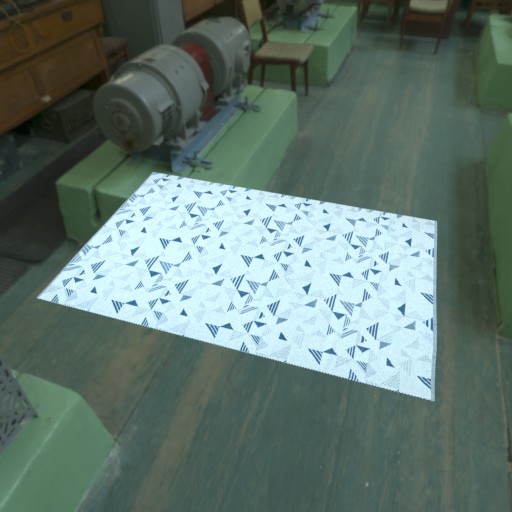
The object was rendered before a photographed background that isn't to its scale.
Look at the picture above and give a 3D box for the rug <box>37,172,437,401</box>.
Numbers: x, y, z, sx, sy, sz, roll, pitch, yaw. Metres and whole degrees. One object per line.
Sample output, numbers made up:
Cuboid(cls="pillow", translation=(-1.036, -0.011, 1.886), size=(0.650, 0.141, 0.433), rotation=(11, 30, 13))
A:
Cuboid(cls="rug", translation=(0.000, 0.000, 2.349), size=(1.835, 0.003, 1.206), rotation=(12, 43, 13))
